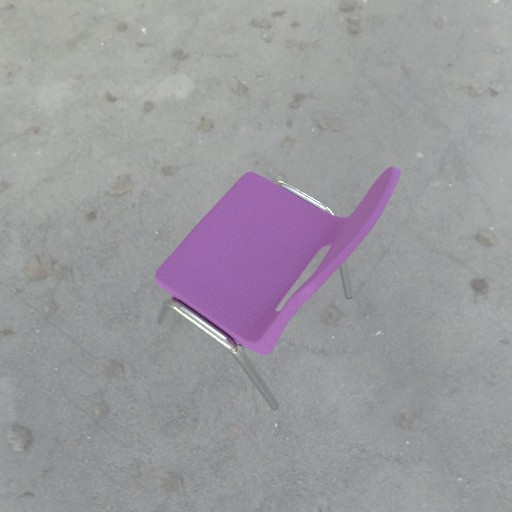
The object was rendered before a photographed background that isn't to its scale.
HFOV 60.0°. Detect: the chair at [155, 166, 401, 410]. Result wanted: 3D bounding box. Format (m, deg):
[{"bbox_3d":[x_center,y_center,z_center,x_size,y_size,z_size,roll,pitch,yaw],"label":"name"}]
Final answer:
[{"bbox_3d":[0.000,0.000,0.705,0.301,0.493,0.291,33,68,15],"label":"chair"}]
